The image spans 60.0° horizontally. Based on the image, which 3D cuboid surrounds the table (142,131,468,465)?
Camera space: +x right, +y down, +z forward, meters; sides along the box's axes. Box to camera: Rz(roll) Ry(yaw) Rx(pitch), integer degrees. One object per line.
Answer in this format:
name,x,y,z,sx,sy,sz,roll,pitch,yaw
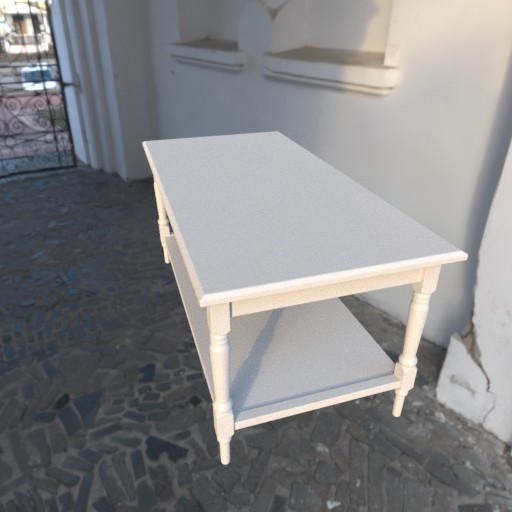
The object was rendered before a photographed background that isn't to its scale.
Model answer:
table,0.000,0.000,1.406,0.551,0.506,1.109,-9,30,-15
